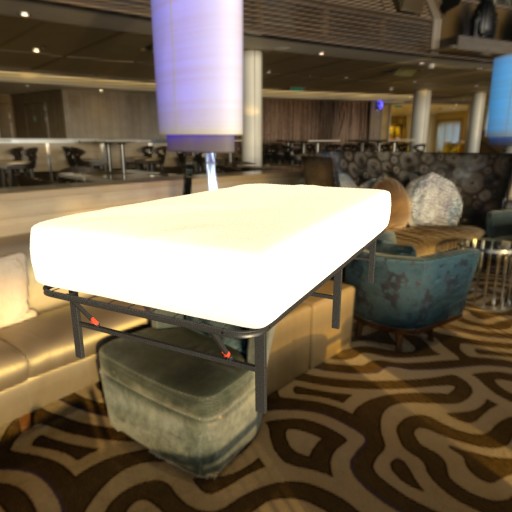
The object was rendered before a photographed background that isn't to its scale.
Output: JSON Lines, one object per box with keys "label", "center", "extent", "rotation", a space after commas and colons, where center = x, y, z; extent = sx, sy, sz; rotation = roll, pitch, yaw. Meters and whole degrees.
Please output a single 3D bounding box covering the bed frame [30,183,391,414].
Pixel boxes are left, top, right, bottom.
{"label": "bed frame", "center": [0.000, 0.000, 2.346], "extent": [1.025, 0.640, 1.908], "rotation": [7, 16, 26]}
